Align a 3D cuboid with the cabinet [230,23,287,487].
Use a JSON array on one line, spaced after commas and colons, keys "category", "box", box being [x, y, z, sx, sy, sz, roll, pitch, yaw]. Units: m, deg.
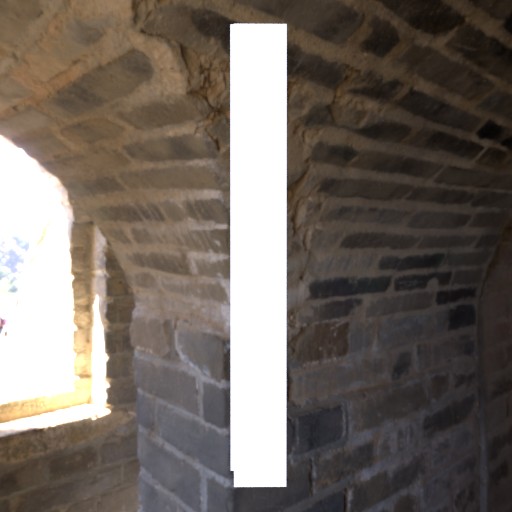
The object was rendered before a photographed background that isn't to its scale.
[{"category": "cabinet", "box": [0.000, 0.000, 1.964, 0.230, 1.790, 0.500, 0, 1, -1]}]
